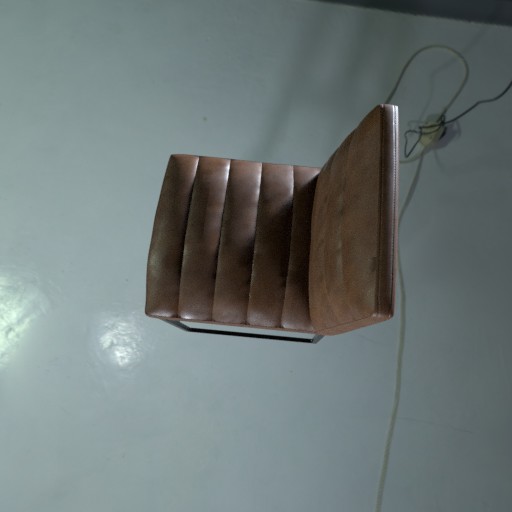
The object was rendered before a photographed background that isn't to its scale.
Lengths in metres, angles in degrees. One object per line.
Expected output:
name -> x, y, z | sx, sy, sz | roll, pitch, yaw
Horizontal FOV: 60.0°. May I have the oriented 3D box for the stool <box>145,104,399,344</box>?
stool -> 0.000, 0.000, 1.361 | 0.562, 1.065, 0.463 | 5, 76, 1
